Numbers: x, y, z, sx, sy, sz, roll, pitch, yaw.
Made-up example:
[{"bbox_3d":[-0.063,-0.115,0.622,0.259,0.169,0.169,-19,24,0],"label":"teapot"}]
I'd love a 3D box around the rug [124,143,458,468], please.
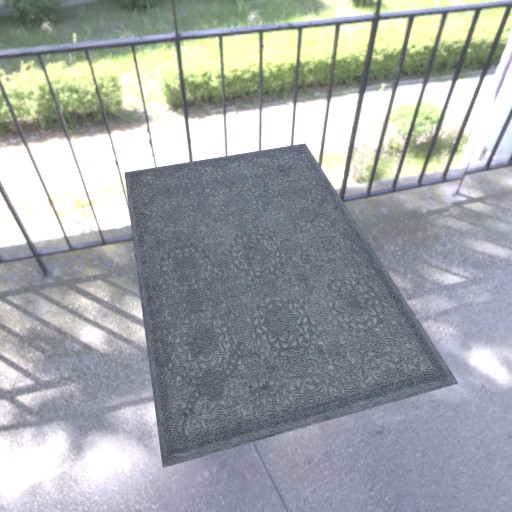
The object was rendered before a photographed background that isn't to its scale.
[{"bbox_3d":[0.000,0.000,2.300,1.208,0.012,1.819,-12,48,-11],"label":"rug"}]
